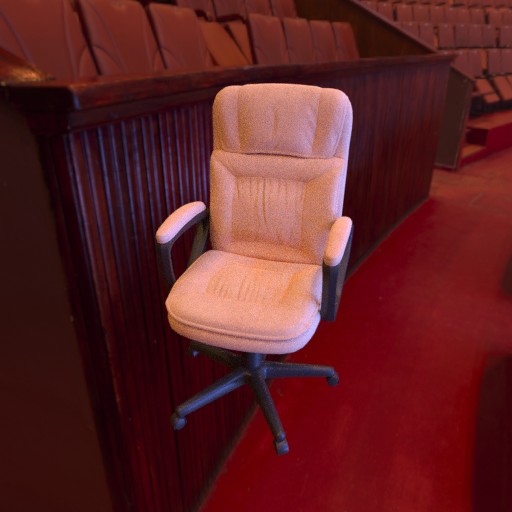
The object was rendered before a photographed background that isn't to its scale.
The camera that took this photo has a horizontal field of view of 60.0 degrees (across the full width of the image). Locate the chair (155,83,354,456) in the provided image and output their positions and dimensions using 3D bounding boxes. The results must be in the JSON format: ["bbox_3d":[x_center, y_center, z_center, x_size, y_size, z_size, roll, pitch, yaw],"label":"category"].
[{"bbox_3d":[0.000,0.000,1.585,0.667,1.105,0.724,8,27,15],"label":"chair"}]
